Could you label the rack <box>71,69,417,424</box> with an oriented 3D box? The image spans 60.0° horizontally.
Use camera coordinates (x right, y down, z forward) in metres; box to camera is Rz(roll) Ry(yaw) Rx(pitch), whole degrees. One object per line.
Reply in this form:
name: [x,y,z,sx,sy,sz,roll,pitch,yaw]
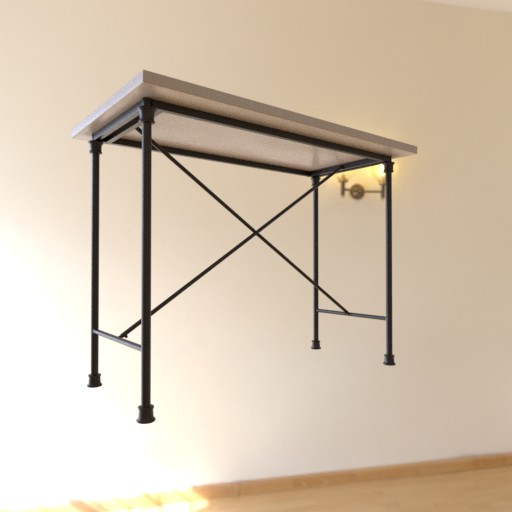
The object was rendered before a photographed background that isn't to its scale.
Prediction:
rack: [0.000,0.000,1.653,1.159,0.880,0.613,1,-1,-38]
